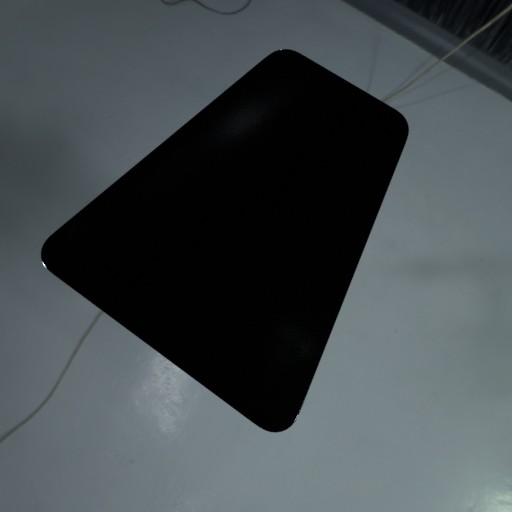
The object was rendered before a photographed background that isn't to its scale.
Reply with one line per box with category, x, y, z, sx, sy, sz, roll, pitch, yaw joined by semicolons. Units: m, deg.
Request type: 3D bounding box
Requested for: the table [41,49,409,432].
table;0.000;0.000;0.948;0.427;0.624;0.500;34;78;8
